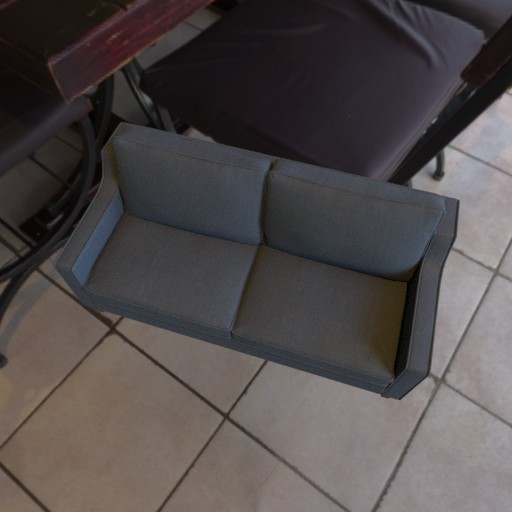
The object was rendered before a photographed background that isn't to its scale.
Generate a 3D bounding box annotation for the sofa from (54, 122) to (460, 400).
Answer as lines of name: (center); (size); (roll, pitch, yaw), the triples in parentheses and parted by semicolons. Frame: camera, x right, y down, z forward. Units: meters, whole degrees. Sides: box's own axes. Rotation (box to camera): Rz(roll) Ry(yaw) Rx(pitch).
sofa: (0.000, 0.000, 2.807); (2.178, 1.071, 1.066); (15, 61, 9)
